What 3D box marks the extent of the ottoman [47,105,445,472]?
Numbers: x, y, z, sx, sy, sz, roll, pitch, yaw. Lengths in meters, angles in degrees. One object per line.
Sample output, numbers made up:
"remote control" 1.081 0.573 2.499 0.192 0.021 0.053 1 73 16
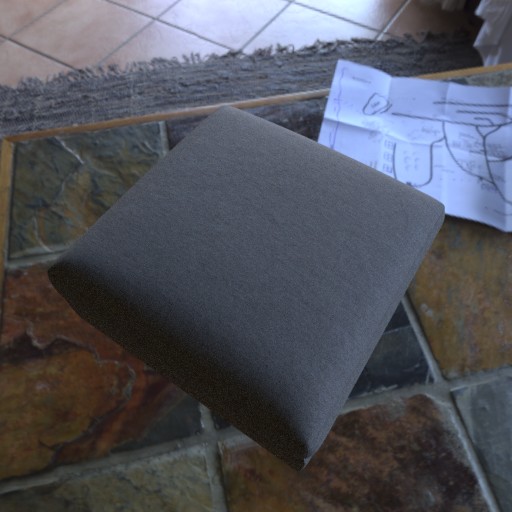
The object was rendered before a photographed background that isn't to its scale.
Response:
"ottoman" 0.000 0.000 1.642 1.041 0.470 1.041 29 63 17
